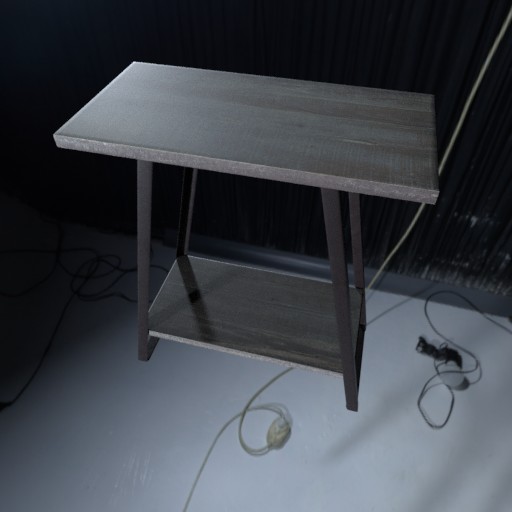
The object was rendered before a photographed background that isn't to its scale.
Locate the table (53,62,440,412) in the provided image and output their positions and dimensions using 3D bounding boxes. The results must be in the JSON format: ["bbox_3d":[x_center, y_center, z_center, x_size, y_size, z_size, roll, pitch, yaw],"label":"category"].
[{"bbox_3d":[0.000,0.000,1.013,0.599,0.701,0.300,10,46,10],"label":"table"}]
